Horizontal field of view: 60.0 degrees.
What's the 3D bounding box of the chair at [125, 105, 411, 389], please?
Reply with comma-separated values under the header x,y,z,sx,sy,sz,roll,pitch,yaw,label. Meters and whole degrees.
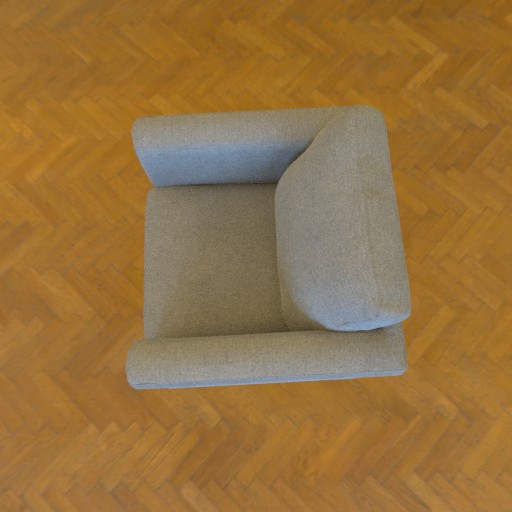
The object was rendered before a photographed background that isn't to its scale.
x,y,z,sx,sy,sz,roll,pitch,yaw,label
0.000,0.000,1.537,0.800,0.927,0.855,-3,74,-1,chair
